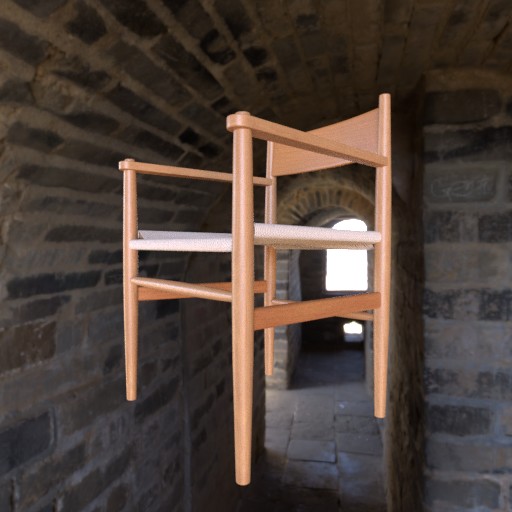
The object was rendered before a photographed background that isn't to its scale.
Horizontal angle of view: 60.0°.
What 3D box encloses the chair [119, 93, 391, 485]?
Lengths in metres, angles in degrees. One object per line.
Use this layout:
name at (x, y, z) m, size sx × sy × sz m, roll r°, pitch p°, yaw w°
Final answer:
chair at (0.000, 0.000, 1.091) m, size 0.495 × 0.762 × 0.556 m, roll -1°, pitch 2°, yaw -37°
